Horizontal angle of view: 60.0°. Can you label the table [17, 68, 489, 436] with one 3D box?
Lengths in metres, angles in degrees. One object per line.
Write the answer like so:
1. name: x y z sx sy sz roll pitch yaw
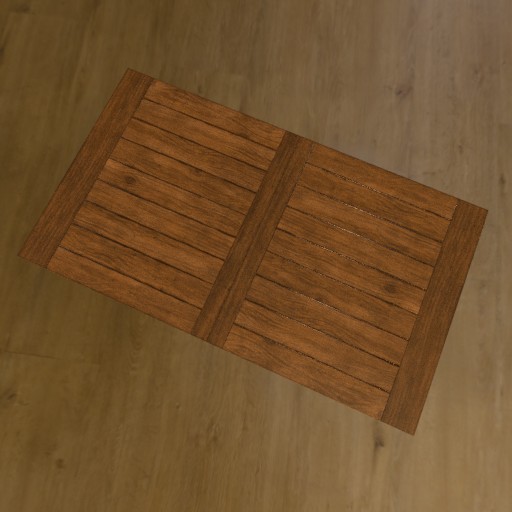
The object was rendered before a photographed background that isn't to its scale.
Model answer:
1. table: 0.000 0.000 2.131 1.641 0.757 0.931 23 77 6
